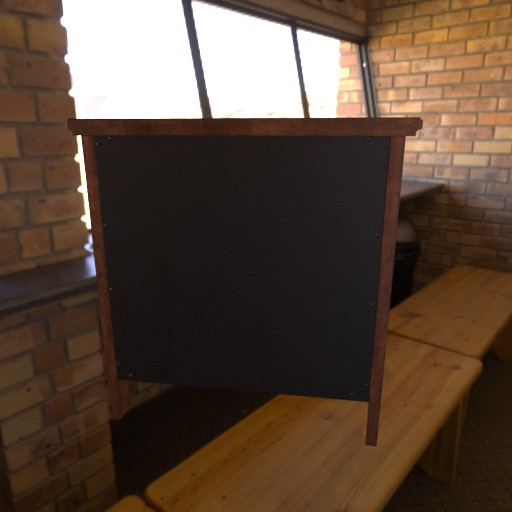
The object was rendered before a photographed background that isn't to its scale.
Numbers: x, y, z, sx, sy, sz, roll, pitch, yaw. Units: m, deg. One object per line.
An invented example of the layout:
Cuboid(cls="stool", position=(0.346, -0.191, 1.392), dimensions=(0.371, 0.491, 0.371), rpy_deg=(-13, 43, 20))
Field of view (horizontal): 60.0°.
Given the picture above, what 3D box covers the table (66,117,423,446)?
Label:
Cuboid(cls="table", position=(0.000, 0.000, 1.014), dimensions=(0.586, 0.597, 0.461), rpy_deg=(2, 16, 9))
